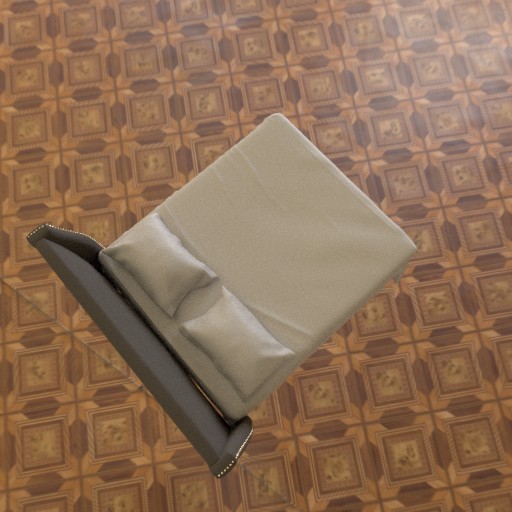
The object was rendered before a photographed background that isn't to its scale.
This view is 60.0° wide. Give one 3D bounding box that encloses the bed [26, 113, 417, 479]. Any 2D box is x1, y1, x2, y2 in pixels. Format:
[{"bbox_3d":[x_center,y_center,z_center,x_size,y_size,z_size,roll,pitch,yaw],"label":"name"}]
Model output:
[{"bbox_3d":[0.000,0.000,3.450,2.276,1.332,1.925,-41,79,-10],"label":"bed"}]
